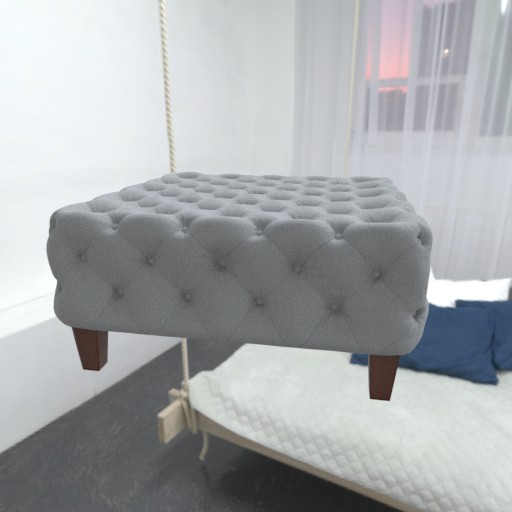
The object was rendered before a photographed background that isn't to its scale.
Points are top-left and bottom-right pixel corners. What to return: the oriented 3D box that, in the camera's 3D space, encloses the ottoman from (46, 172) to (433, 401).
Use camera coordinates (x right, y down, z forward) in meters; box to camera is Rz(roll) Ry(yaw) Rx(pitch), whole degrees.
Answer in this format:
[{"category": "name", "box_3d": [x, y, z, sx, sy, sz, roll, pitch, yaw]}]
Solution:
[{"category": "ottoman", "box_3d": [0.000, 0.000, 1.176, 0.764, 0.365, 0.758, 3, 17, 10]}]
